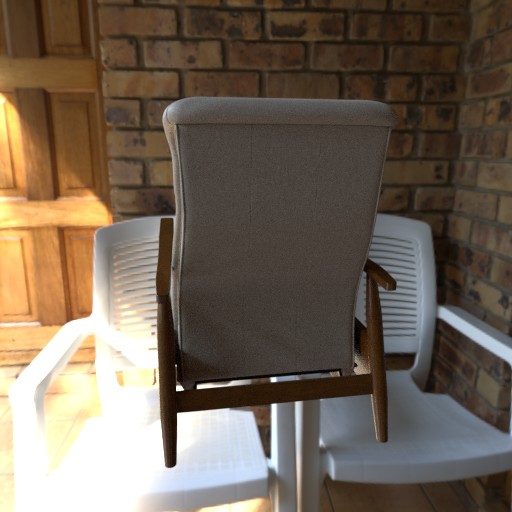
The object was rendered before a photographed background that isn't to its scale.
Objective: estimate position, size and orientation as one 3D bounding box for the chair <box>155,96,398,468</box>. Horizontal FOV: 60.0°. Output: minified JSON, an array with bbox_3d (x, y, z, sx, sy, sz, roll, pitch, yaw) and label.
[{"bbox_3d":[0.000,0.000,1.753,0.762,1.082,1.030,-2,13,-10],"label":"chair"}]
